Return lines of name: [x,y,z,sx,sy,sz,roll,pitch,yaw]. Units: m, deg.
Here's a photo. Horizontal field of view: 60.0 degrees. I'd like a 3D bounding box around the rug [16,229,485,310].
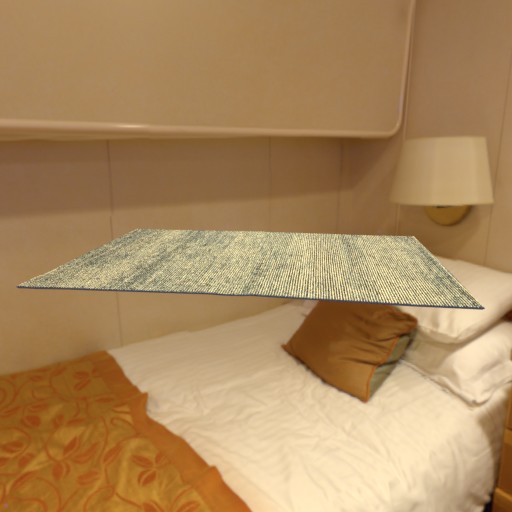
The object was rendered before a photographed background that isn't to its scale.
rug: [0.000,0.000,2.953,2.349,0.030,1.624,2,14,8]
